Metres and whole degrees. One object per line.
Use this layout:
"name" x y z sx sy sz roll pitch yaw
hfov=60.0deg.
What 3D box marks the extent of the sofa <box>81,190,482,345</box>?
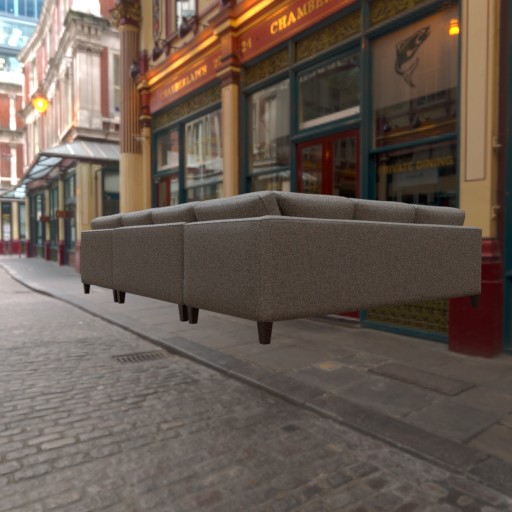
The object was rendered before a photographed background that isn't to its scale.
"sofa" 0.000 0.000 4.510 2.551 0.889 3.403 -1 2 -37
